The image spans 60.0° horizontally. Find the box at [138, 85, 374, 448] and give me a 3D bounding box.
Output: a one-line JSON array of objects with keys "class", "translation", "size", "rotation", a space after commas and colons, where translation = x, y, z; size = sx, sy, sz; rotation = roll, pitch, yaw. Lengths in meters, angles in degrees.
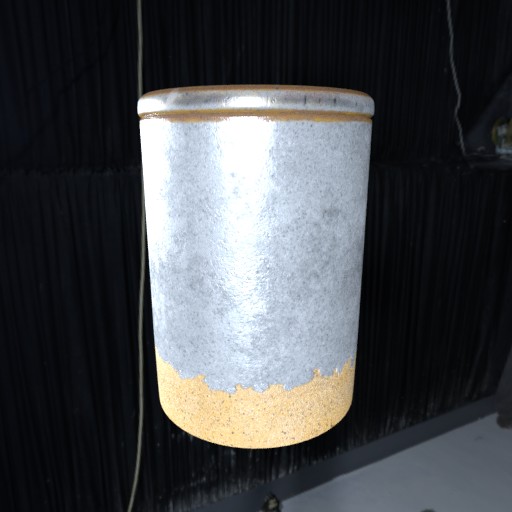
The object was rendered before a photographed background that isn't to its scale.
[{"class": "box", "translation": [0.000, 0.000, 0.248], "size": [0.118, 0.168, 0.118], "rotation": [0, 15, 0]}]
